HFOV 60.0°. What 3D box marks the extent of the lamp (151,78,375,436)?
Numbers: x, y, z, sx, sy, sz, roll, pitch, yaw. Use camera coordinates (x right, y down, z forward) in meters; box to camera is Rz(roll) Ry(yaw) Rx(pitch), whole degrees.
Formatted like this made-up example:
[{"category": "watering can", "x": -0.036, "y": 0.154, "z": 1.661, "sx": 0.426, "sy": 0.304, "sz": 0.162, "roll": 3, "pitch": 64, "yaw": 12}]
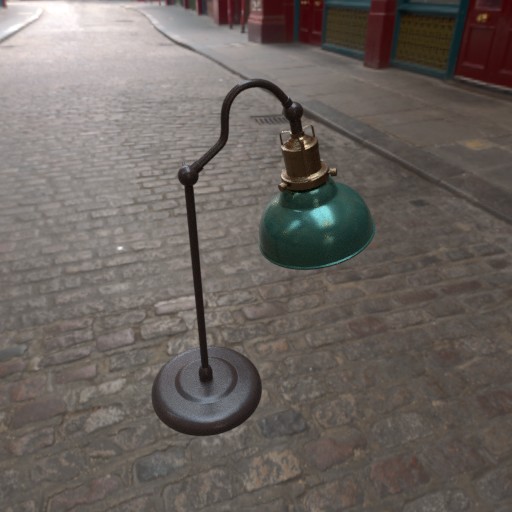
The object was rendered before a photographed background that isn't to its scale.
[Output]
[{"category": "lamp", "x": 0.000, "y": 0.000, "z": 0.675, "sx": 0.374, "sy": 0.508, "sz": 0.192, "roll": -11, "pitch": 33, "yaw": -17}]
